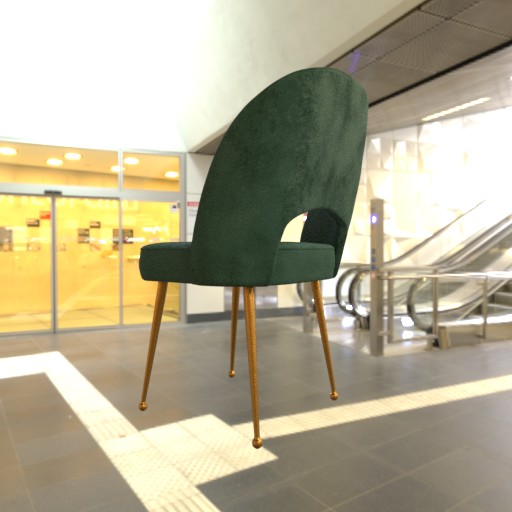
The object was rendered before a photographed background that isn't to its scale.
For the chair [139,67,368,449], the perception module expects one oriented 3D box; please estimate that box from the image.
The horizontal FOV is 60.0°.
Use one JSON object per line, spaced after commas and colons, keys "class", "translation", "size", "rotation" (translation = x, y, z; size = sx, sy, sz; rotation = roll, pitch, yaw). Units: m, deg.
{"class": "chair", "translation": [0.000, 0.000, 1.235], "size": [0.577, 0.860, 0.527], "rotation": [1, 1, 36]}
